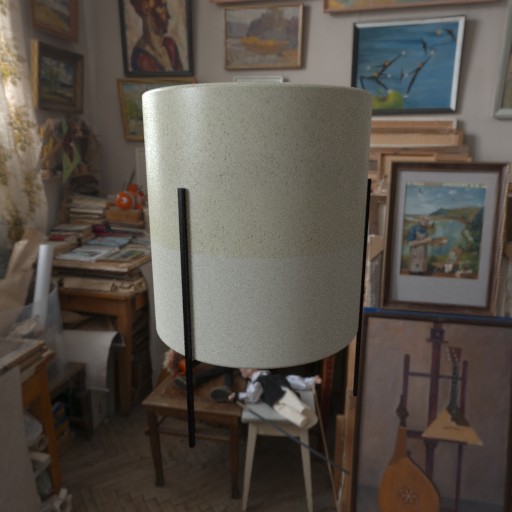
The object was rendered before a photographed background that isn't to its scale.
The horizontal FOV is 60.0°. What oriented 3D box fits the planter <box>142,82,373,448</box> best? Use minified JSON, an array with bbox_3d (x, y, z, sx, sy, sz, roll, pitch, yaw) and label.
[{"bbox_3d":[0.000,0.000,0.705,0.324,0.483,0.333,-7,17,-26],"label":"planter"}]
